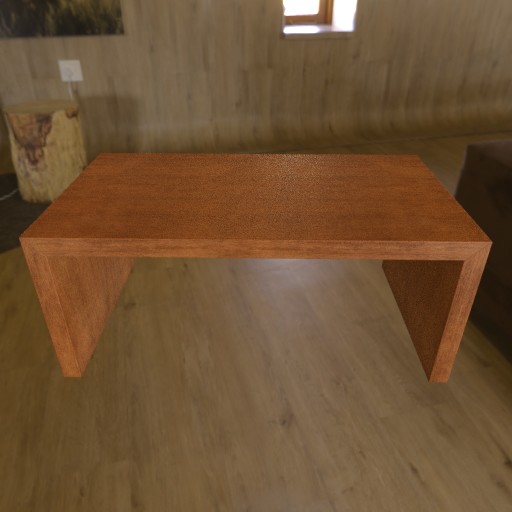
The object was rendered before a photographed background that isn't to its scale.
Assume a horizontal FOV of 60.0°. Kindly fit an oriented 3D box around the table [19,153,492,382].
[{"bbox_3d":[0.000,0.000,1.277,1.000,0.419,0.549,1,32,1],"label":"table"}]
